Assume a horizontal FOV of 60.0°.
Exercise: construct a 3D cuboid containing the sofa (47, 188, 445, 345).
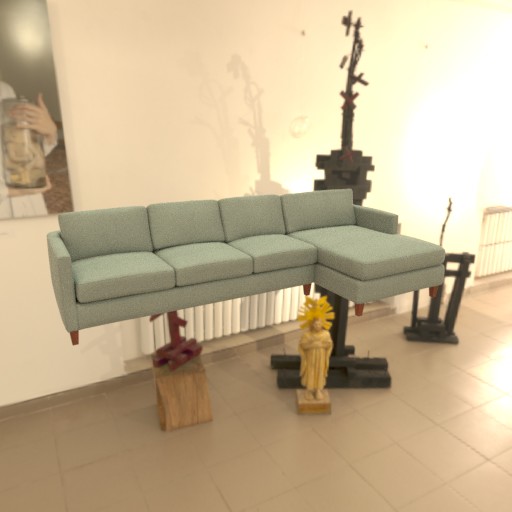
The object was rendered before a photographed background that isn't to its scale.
[{"bbox_3d":[0.000,0.000,4.197,3.471,0.950,1.604,-9,18,-28],"label":"sofa"}]
